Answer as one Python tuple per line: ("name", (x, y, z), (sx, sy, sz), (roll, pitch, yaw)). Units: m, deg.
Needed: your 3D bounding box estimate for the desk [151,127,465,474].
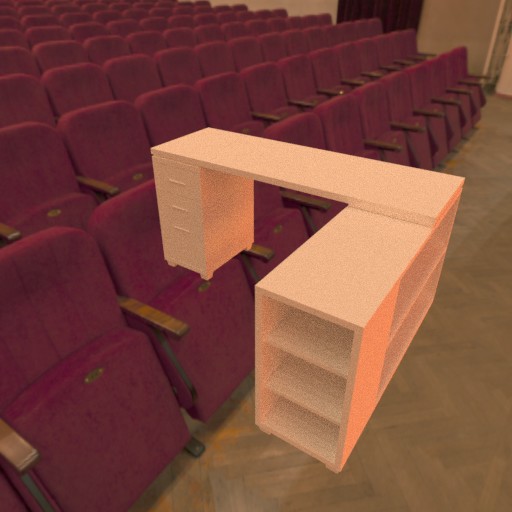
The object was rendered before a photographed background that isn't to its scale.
("desk", (0.000, 0.000, 2.185), (1.524, 0.759, 1.199), (19, 36, 28))
